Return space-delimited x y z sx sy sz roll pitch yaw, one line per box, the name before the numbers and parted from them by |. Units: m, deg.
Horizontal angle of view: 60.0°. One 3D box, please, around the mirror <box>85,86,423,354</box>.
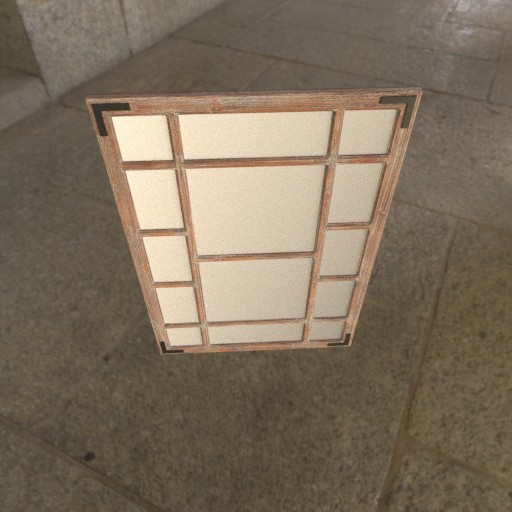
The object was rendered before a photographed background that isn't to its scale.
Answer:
mirror | 0.000 0.000 1.290 0.705 0.996 0.025 -2 46 -2
